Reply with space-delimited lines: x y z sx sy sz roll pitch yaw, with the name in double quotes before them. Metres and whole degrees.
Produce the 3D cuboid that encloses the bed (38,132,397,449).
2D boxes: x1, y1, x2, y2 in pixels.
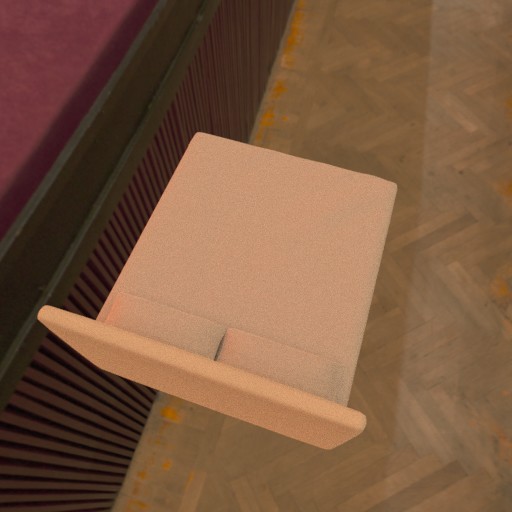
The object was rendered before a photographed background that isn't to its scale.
"bed" 0.000 0.000 3.604 2.119 1.317 2.341 17 63 9
